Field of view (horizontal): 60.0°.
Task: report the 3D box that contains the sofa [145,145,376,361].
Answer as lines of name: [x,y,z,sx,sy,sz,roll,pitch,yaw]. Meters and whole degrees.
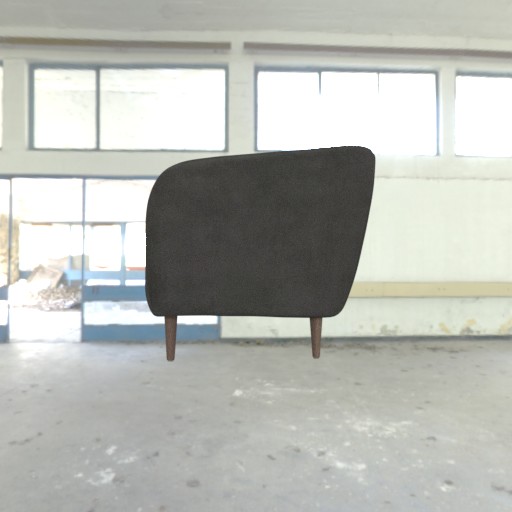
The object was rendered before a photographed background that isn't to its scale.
sofa: [0.000,0.000,2.714,0.956,0.875,2.296,0,-1,-1]
